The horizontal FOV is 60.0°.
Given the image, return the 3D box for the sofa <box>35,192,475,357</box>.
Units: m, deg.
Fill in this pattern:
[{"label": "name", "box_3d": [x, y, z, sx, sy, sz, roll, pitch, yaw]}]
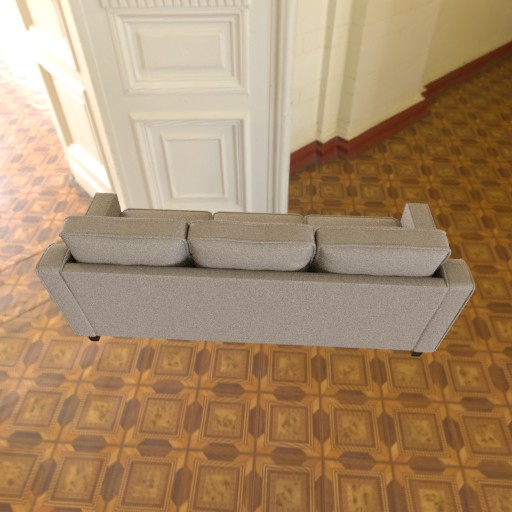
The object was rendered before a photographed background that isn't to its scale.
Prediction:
[{"label": "sofa", "box_3d": [0.000, 0.000, 2.650, 2.129, 0.950, 0.899, 2, 45, 2]}]
